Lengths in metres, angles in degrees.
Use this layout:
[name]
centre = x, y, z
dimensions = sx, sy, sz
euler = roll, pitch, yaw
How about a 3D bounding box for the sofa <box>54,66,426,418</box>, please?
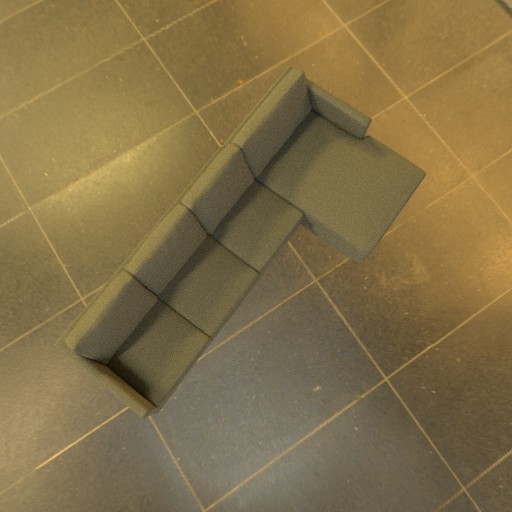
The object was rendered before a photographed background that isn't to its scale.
[sofa]
centre = 0.000, 0.000, 3.903
dimensions = 1.625, 0.861, 3.186
euler = 36, 79, 8
